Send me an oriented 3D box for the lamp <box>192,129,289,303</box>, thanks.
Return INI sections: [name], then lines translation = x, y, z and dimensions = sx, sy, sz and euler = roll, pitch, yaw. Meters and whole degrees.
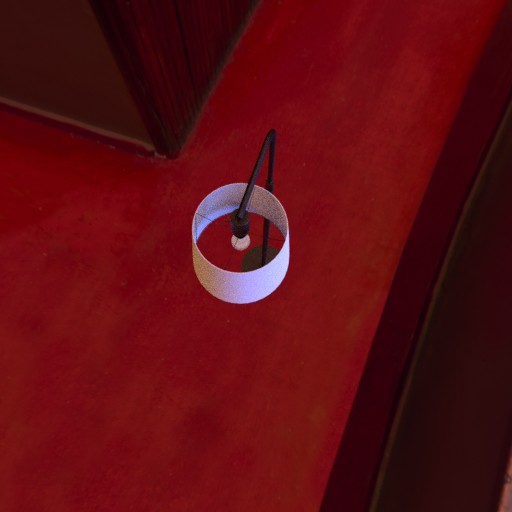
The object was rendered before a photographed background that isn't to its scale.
[lamp]
translation = 0.000, 0.000, 1.653
dimensions = 0.254, 1.478, 0.508
euler = 18, 76, 5
